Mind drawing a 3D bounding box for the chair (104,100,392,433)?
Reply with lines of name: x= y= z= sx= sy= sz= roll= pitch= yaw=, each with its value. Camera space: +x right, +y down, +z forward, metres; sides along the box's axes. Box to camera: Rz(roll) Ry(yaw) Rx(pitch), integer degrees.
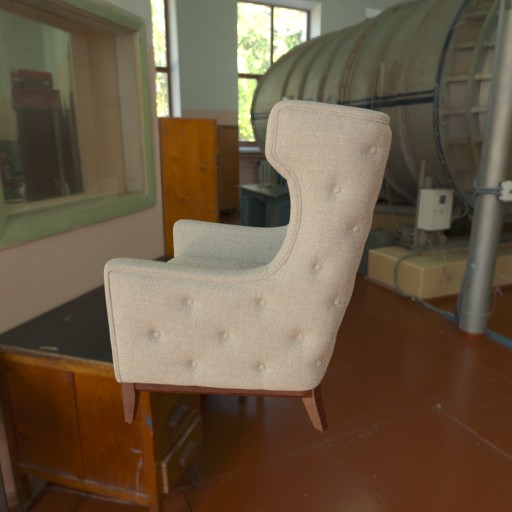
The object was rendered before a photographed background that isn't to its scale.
chair: x=0.000 y=0.000 z=1.698 sx=0.899 sy=1.079 sz=0.778 roll=2 pitch=15 yaw=9
